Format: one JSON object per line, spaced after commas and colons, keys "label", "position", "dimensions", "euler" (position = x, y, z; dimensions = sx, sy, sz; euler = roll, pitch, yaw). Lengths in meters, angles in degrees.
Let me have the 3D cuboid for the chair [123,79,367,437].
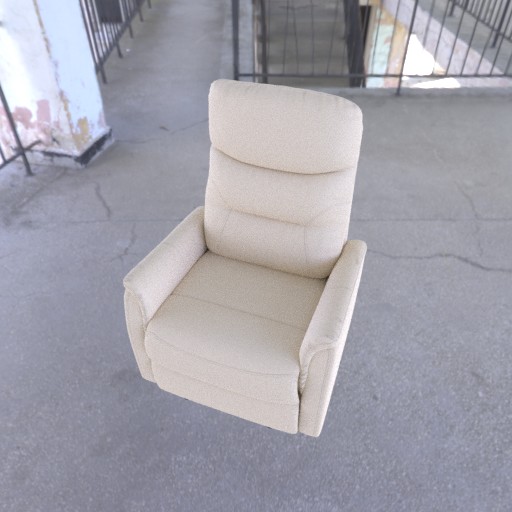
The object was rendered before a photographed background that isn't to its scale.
{"label": "chair", "position": [0.000, 0.000, 1.679], "dimensions": [0.775, 1.082, 0.831], "euler": [14, 43, 15]}
